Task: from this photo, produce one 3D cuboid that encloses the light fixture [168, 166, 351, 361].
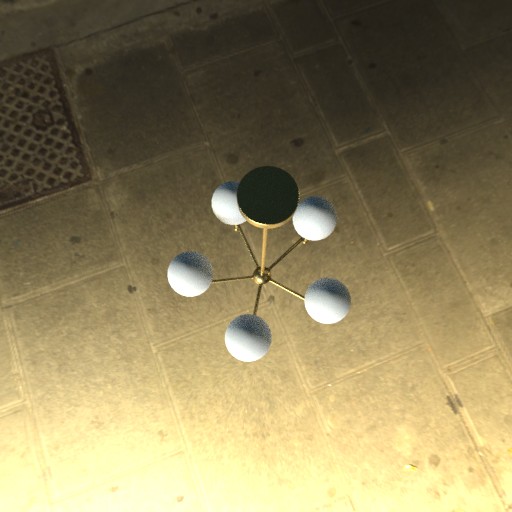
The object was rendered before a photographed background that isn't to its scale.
[{"bbox_3d":[0.000,0.000,1.782,0.785,1.331,0.815,-7,77,-2],"label":"light fixture"}]
